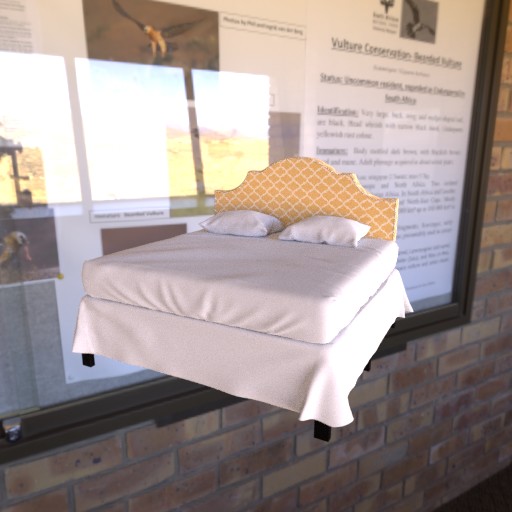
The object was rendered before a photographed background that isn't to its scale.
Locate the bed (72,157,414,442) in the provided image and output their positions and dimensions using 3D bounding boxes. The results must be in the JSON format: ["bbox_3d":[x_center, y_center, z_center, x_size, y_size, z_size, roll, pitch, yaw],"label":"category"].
[{"bbox_3d":[0.000,0.000,3.730,2.314,1.601,2.222,7,15,27],"label":"bed"}]
